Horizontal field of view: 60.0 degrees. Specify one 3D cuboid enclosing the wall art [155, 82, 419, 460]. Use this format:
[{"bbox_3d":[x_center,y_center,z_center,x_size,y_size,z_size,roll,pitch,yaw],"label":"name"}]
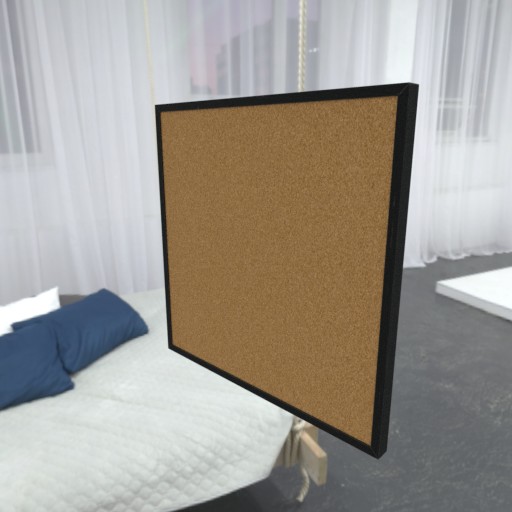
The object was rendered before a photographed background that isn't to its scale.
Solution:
[{"bbox_3d":[0.000,0.000,1.122,0.761,0.761,0.037,14,20,42],"label":"wall art"}]
